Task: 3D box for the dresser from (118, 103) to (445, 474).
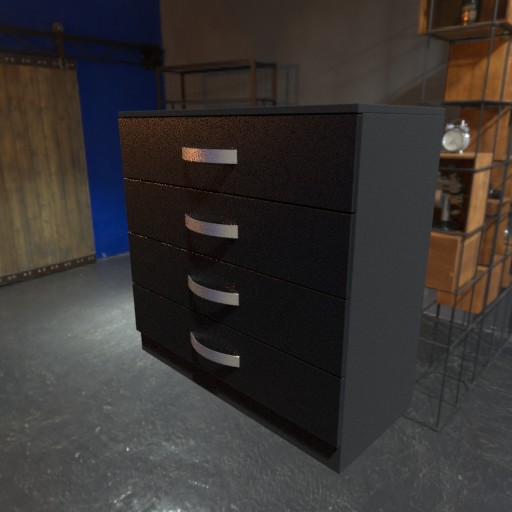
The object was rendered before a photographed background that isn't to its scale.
[{"bbox_3d":[0.000,0.000,1.151,0.750,0.720,0.360,16,23,42],"label":"dresser"}]
